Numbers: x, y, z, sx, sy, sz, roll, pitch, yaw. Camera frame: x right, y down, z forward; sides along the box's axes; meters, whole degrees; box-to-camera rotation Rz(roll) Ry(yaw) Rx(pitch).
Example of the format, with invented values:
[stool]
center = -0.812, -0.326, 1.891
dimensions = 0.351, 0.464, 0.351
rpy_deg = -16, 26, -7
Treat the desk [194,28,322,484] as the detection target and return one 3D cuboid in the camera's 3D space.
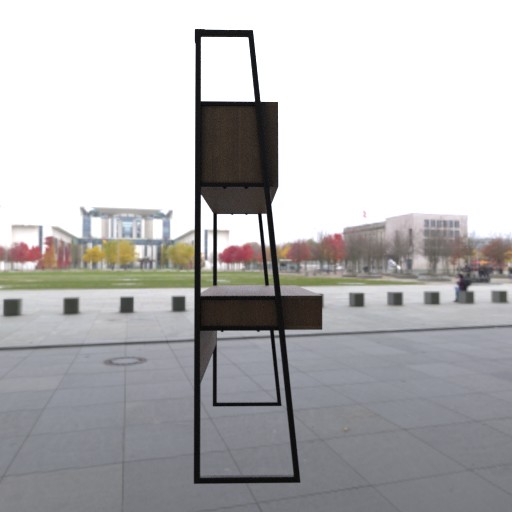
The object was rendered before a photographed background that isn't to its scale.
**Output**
[desk]
center = 0.000, 0.000, 2.251
dimensions = 0.515, 1.809, 0.982
rpy_deg = 0, -1, -1
